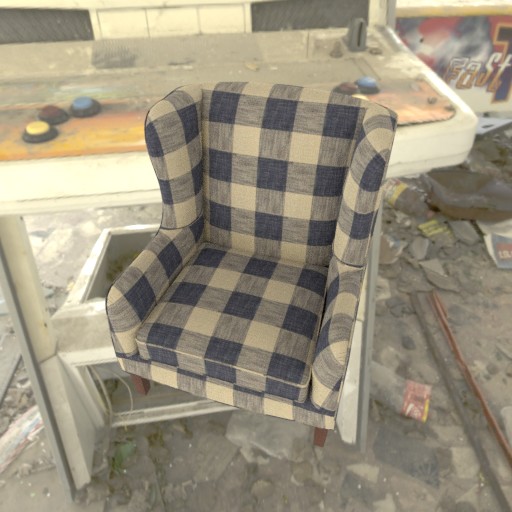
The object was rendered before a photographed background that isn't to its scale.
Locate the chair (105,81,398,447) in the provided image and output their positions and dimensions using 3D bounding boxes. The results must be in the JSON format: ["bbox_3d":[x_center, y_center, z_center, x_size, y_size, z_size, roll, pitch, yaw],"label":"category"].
[{"bbox_3d":[0.000,0.000,1.699,0.830,1.041,0.889,11,42,13],"label":"chair"}]
